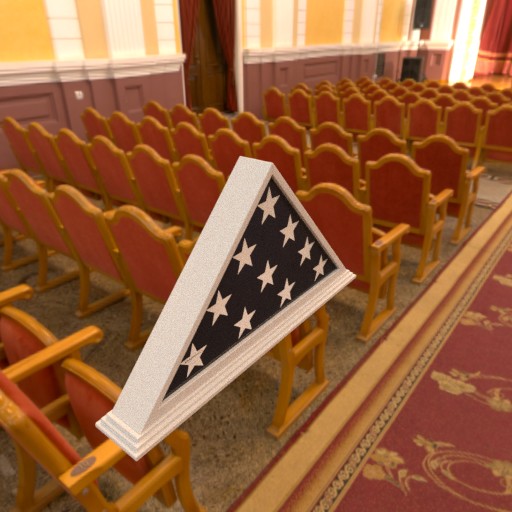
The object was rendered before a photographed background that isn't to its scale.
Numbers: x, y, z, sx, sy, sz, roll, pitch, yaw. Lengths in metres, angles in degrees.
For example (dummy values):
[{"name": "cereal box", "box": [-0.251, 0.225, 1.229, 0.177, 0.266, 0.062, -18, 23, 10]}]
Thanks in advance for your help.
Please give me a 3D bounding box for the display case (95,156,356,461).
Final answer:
[{"name": "display case", "box": [0.000, 0.000, 0.773, 0.095, 0.340, 0.640, 20, 33, 34]}]
